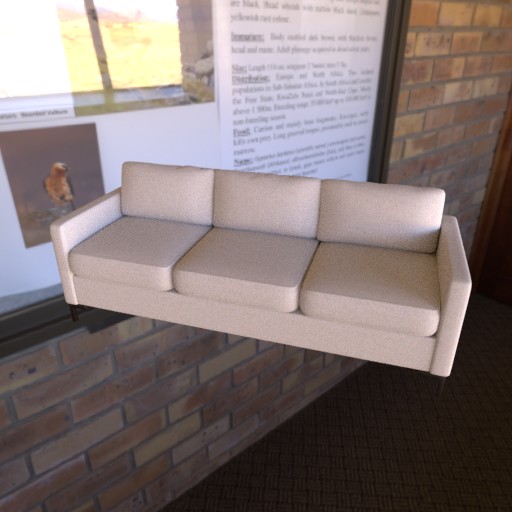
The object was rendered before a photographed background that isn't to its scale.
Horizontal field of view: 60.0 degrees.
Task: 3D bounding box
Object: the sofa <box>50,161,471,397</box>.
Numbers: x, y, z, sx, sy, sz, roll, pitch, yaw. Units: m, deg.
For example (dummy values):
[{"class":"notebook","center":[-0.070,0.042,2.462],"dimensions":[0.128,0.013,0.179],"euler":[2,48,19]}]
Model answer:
[{"class":"sofa","center":[0.000,0.000,2.647],"dimensions":[2.218,0.874,0.859],"euler":[8,28,16]}]
